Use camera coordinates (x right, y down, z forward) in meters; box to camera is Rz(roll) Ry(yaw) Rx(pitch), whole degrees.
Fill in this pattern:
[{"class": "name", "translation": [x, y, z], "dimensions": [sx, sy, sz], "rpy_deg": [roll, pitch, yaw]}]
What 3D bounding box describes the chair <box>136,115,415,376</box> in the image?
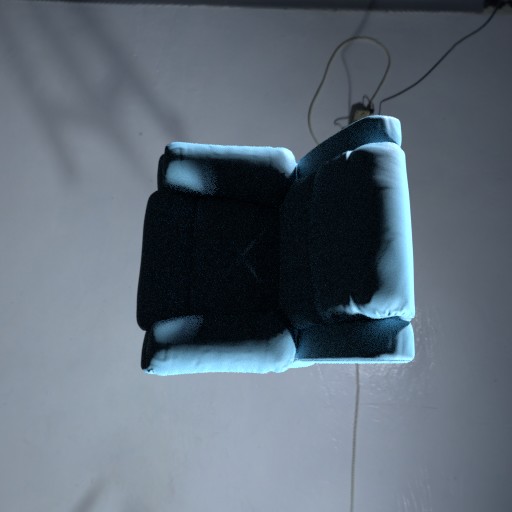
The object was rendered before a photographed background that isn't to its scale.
[{"class": "chair", "translation": [0.000, 0.000, 1.281], "dimensions": [0.709, 0.702, 0.680], "rpy_deg": [1, 76, 0]}]
